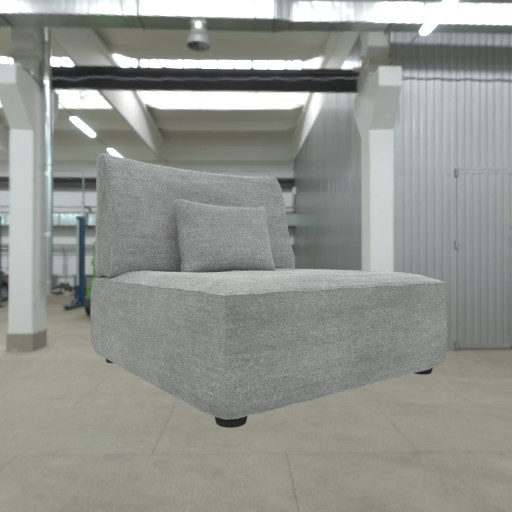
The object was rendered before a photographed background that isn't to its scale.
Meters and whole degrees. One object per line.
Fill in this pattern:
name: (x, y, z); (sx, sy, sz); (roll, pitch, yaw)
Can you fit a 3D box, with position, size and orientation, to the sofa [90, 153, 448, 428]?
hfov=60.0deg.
sofa: (0.000, 0.000, 1.673); (0.930, 0.820, 1.000); (0, 0, -37)
